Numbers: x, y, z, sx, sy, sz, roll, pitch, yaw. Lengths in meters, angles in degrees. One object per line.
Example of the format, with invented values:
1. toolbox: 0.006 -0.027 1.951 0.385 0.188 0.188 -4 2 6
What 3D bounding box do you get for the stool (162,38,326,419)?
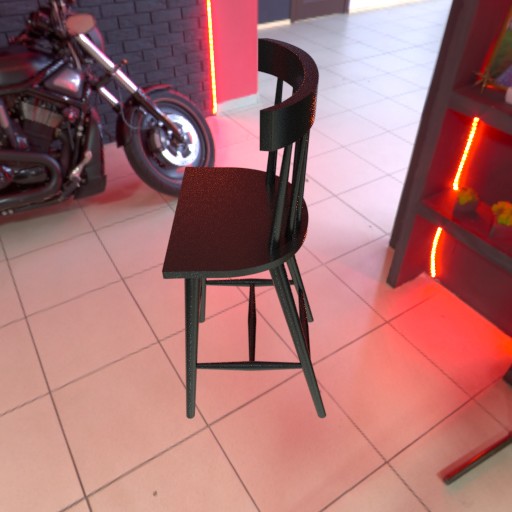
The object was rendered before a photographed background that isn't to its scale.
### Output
1. stool: 0.000 0.000 1.327 0.483 1.092 0.482 0 41 0
